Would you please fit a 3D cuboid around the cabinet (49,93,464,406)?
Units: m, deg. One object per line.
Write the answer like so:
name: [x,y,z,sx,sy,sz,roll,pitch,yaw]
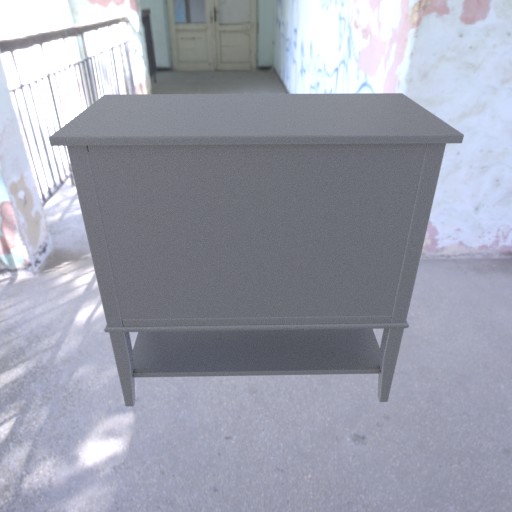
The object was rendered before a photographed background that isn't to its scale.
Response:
cabinet: [0.000,0.000,1.224,0.801,0.780,0.396,-1,31,-1]
